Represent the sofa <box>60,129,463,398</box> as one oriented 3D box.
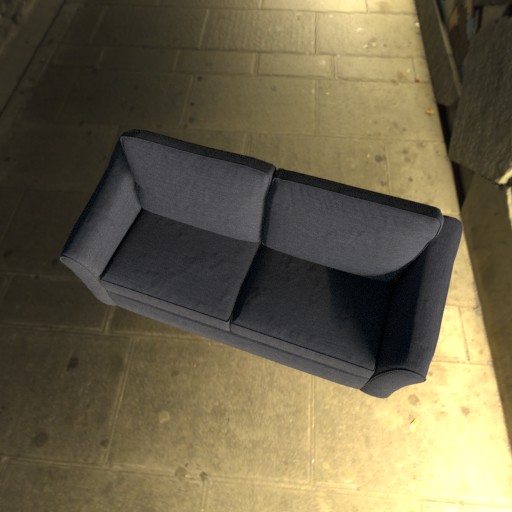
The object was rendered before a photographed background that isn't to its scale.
[{"bbox_3d":[0.000,0.000,2.795,2.270,0.950,0.971,17,60,10],"label":"sofa"}]
